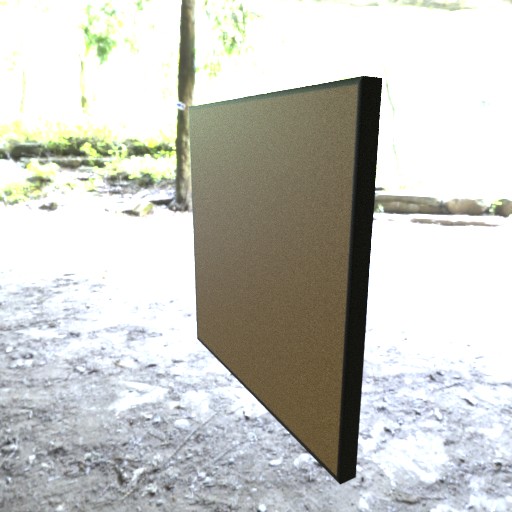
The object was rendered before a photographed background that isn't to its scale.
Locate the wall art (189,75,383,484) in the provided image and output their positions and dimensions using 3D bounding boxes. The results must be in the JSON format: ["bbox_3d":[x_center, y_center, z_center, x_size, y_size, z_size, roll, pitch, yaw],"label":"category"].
[{"bbox_3d":[0.000,0.000,0.750,0.028,0.511,0.513,-8,17,-28],"label":"wall art"}]
